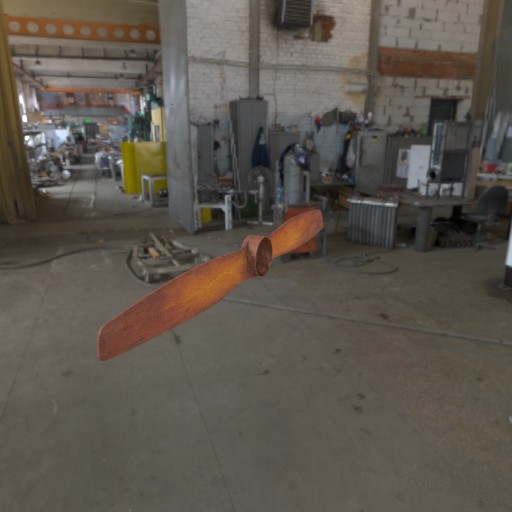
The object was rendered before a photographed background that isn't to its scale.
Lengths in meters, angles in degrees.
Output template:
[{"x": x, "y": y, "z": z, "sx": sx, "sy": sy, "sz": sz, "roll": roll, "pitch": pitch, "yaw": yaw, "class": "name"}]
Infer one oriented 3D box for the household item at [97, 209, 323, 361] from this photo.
[{"x": 0.000, "y": 0.000, "z": 1.235, "sx": 0.051, "sy": 0.121, "sz": 1.181, "roll": 8, "pitch": 18, "yaw": 25, "class": "household item"}]
